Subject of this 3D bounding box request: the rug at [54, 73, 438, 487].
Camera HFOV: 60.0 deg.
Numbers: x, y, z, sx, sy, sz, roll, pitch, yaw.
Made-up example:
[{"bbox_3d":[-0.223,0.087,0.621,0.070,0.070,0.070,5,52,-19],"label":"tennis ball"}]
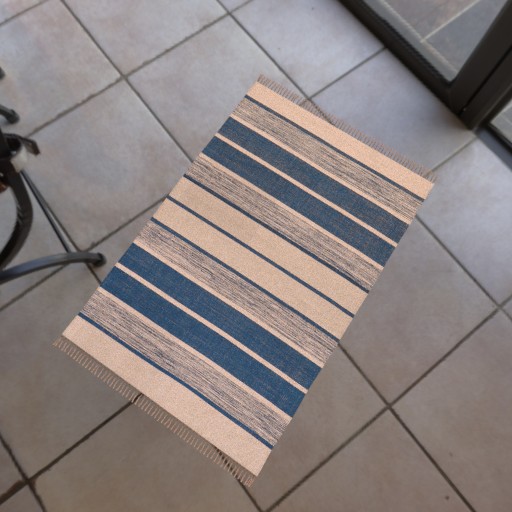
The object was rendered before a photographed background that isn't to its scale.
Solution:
[{"bbox_3d":[0.000,0.000,3.021,1.532,0.010,2.441,33,78,8],"label":"rug"}]
